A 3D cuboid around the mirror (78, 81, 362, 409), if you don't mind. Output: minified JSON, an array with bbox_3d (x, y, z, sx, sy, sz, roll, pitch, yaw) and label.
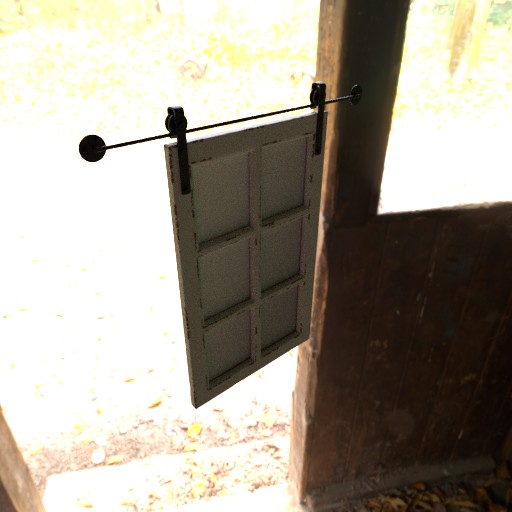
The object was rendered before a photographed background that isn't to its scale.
[{"bbox_3d":[0.000,0.000,1.200,0.808,0.844,0.037,-23,38,-34],"label":"mirror"}]
